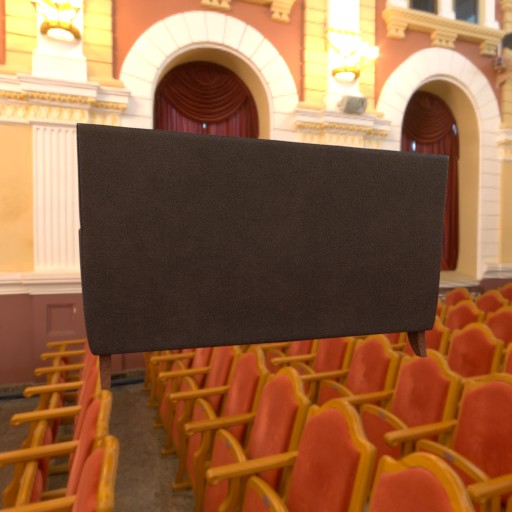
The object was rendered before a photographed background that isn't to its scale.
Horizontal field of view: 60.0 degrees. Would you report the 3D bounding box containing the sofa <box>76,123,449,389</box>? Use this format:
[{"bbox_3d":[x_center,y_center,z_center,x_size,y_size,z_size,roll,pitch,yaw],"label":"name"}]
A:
[{"bbox_3d":[0.000,0.000,2.008,1.473,0.871,0.787,0,1,-20],"label":"sofa"}]
